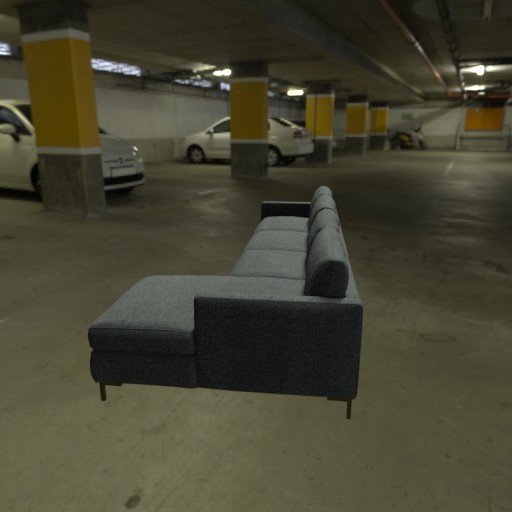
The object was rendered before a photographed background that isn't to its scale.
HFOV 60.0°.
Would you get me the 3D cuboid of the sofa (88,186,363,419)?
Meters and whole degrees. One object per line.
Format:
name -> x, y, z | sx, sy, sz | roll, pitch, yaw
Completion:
sofa -> 0.000, 0.000, 3.488 | 1.350, 0.810, 2.932 | 2, 16, 7
